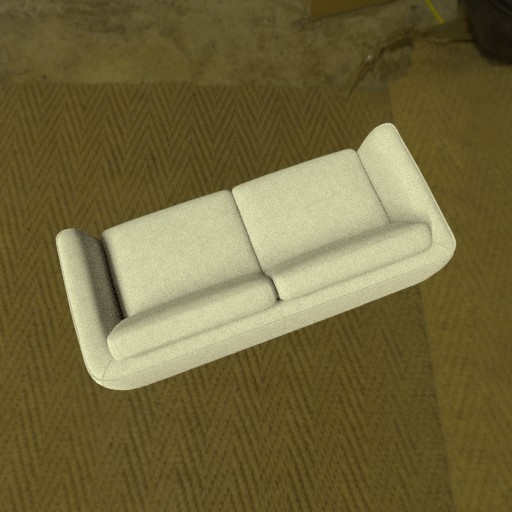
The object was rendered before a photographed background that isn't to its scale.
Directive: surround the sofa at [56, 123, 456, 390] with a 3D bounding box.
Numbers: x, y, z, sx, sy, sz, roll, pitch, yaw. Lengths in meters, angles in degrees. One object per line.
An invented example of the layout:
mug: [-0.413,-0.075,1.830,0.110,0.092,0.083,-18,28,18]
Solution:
sofa: [0.000,0.000,2.511,2.000,0.850,0.920,-19,75,-6]
